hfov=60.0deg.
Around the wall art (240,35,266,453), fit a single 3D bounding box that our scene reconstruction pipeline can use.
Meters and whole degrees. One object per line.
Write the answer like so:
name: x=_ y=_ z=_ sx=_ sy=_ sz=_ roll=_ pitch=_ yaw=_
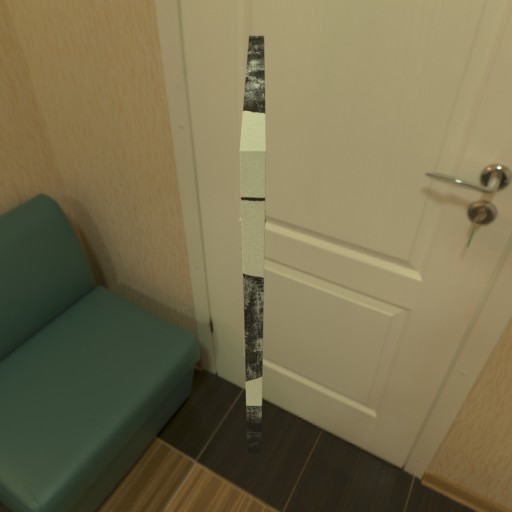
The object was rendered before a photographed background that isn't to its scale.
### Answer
wall art: x=0.000 y=0.000 z=1.162 sx=0.041 sy=0.915 sz=0.610 roll=0 pitch=40 yaw=0
